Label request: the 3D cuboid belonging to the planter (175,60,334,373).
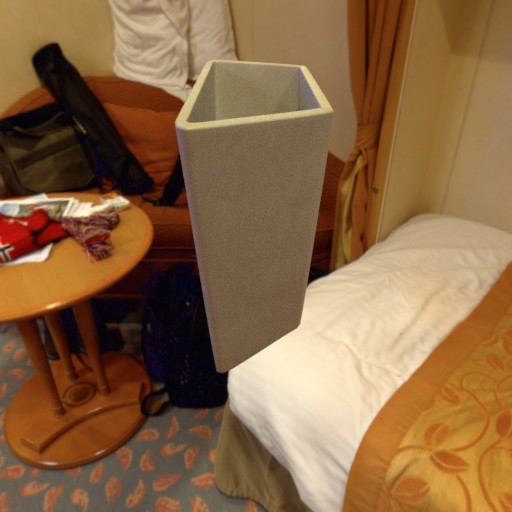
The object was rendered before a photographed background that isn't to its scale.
[{"bbox_3d":[0.000,0.000,0.267,0.060,0.197,0.150,0,32,0],"label":"planter"}]
